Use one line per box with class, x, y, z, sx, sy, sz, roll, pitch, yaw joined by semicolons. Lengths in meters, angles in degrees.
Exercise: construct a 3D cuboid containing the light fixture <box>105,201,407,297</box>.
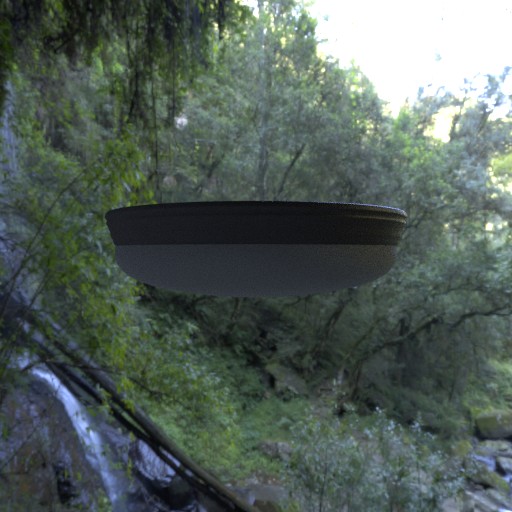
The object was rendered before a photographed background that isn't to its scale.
light fixture;0.000;0.000;0.570;0.368;0.100;0.368;0;1;0
